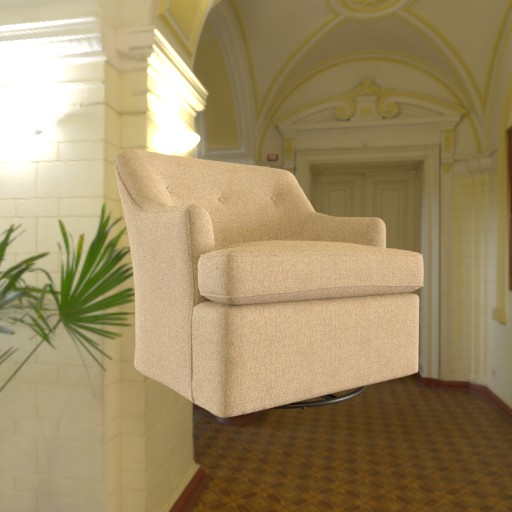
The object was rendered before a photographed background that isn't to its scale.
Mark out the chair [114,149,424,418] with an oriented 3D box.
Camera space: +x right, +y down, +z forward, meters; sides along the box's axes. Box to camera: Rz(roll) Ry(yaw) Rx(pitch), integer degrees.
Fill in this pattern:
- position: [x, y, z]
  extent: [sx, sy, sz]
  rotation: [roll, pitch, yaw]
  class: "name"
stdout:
- position: [0.000, 0.000, 1.637]
  extent: [0.864, 0.856, 0.923]
  rotation: [0, 0, -34]
  class: "chair"
